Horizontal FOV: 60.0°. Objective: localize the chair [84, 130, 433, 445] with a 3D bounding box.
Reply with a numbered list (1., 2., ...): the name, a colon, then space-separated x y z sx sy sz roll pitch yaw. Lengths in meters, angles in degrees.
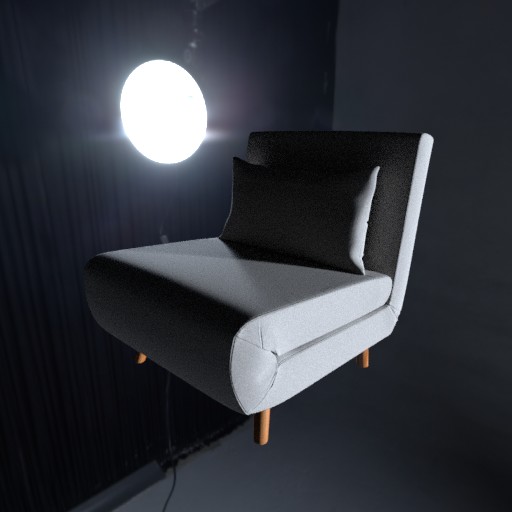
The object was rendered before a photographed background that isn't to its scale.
1. chair: 0.000 0.000 1.486 0.770 0.808 0.902 15 22 42
